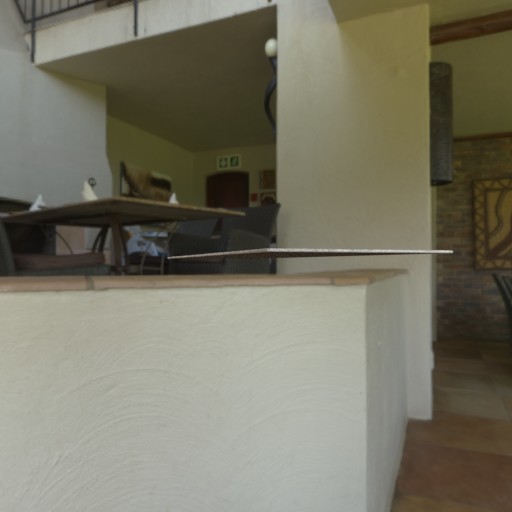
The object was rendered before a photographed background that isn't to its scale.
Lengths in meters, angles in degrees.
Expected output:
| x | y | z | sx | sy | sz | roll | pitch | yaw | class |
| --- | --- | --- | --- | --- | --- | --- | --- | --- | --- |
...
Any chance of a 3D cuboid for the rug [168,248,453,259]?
| x | y | z | sx | sy | sz | roll | pitch | yaw | class |
| --- | --- | --- | --- | --- | --- | --- | --- | --- | --- |
| 0.000 | 0.000 | 2.706 | 0.750 | 0.011 | 2.435 | 0 | -1 | -19 | rug |
